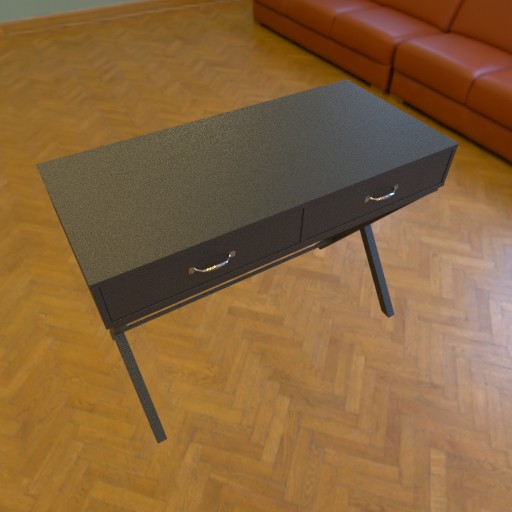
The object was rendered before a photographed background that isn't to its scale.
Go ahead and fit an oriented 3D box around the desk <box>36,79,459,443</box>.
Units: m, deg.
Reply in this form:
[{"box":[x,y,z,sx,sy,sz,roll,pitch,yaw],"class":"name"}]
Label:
[{"box":[0.000,0.000,1.492,1.057,0.780,0.525,-23,49,-21],"class":"desk"}]
